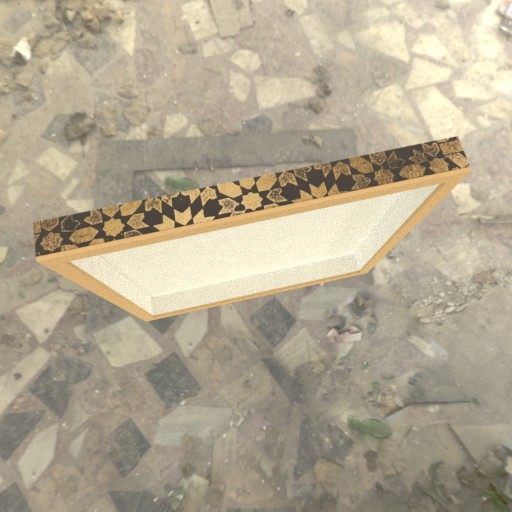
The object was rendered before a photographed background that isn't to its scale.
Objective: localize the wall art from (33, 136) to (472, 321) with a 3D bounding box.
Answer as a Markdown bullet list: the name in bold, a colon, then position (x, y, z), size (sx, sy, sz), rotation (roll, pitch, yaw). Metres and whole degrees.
- **wall art**: position (0.000, 0.000, 0.601), size (0.405, 0.405, 0.038), rotation (-12, 74, -3)
